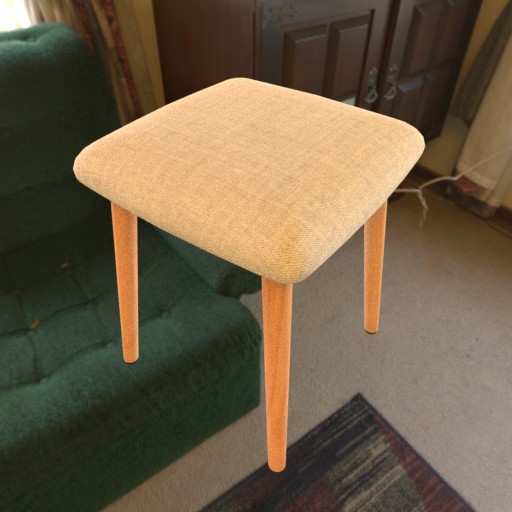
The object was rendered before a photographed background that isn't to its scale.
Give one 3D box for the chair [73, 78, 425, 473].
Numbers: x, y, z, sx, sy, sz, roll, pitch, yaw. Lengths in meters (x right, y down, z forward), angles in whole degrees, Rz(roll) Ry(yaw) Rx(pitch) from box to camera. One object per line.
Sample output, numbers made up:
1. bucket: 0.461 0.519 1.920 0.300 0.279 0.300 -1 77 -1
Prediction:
1. chair: 0.000 0.000 0.686 0.350 0.440 0.350 26 48 26
